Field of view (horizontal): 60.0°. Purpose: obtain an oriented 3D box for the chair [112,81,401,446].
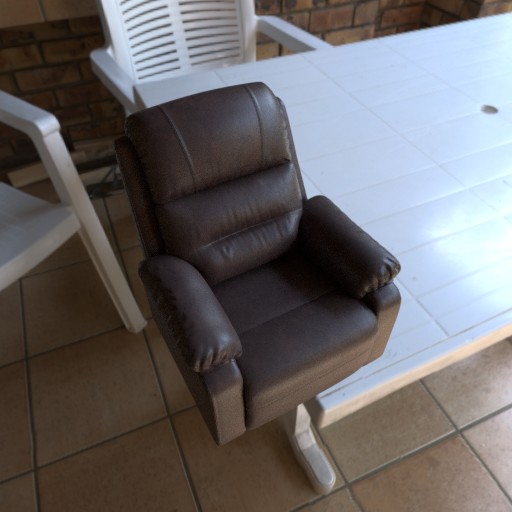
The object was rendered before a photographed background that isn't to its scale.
[{"bbox_3d":[0.000,0.000,1.705,0.855,0.992,0.919,-22,50,-20],"label":"chair"}]
